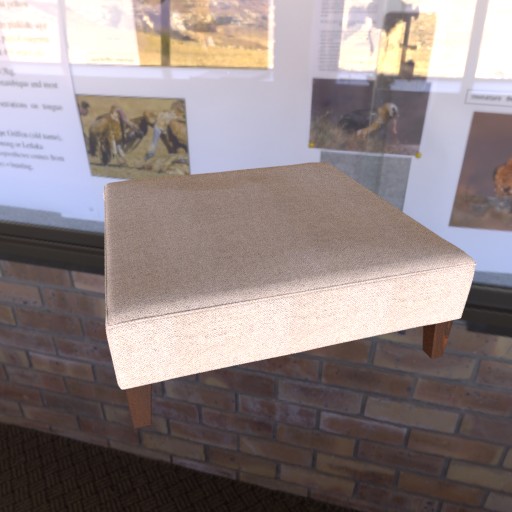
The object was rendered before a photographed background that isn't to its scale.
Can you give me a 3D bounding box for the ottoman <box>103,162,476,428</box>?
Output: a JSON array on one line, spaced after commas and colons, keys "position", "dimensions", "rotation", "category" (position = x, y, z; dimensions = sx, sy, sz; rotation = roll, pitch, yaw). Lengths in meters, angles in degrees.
[{"position": [0.000, 0.000, 1.551], "dimensions": [0.982, 0.381, 0.973], "rotation": [-8, 30, -15], "category": "ottoman"}]
